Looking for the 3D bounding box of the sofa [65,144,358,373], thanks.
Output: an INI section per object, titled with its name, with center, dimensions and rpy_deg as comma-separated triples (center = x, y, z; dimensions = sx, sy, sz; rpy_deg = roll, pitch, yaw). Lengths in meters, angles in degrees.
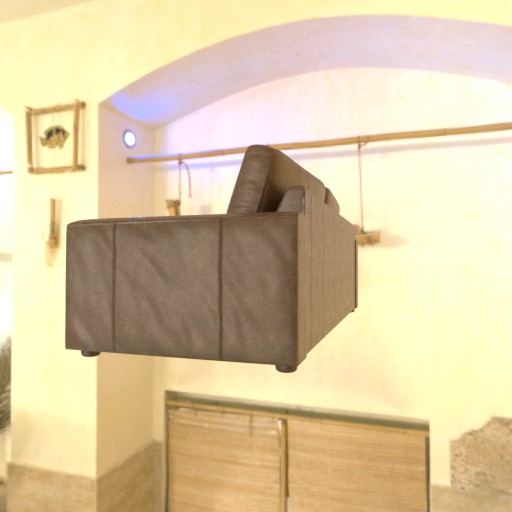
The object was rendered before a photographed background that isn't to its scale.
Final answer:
[sofa]
center = 0.000, 0.000, 2.698
dimensions = 1.016, 0.873, 2.179
rpy_deg = 0, -1, 18
